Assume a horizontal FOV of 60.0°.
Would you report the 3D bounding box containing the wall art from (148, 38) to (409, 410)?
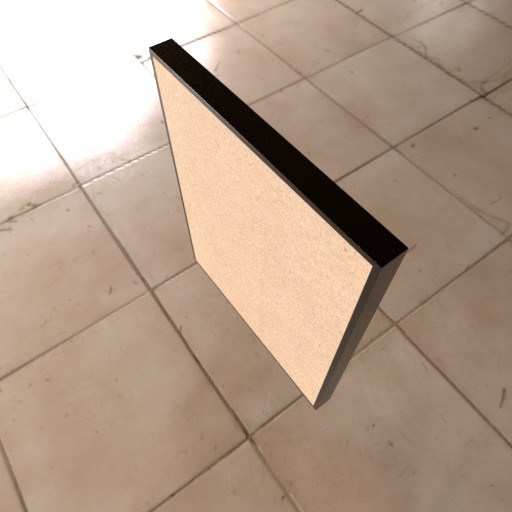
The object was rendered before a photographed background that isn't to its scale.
[{"bbox_3d":[0.000,0.000,0.756,0.038,0.551,0.448,-32,63,-19],"label":"wall art"}]
